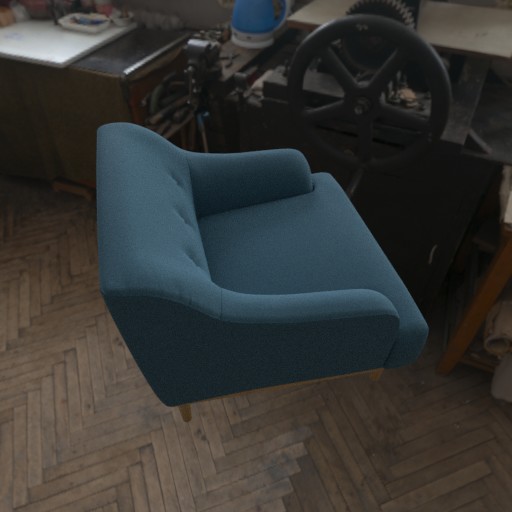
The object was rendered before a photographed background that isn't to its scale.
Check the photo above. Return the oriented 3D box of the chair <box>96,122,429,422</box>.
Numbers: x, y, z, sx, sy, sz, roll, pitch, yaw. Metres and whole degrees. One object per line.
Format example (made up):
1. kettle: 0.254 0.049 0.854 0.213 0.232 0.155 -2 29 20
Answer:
1. chair: 0.000 0.000 1.639 0.951 0.818 0.946 -10 47 -10
